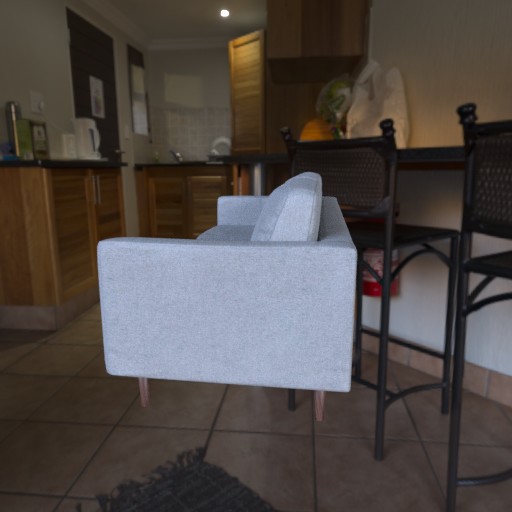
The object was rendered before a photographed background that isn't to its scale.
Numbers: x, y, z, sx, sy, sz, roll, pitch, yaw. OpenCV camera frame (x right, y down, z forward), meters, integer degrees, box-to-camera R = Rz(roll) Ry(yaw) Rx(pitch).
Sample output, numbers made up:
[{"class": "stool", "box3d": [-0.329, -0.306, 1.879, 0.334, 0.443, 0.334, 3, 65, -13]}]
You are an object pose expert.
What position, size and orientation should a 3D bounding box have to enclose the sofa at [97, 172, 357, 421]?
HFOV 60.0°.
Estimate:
[{"class": "sofa", "box3d": [0.000, 0.000, 2.499, 0.944, 0.918, 1.983, 2, 12, 8]}]
